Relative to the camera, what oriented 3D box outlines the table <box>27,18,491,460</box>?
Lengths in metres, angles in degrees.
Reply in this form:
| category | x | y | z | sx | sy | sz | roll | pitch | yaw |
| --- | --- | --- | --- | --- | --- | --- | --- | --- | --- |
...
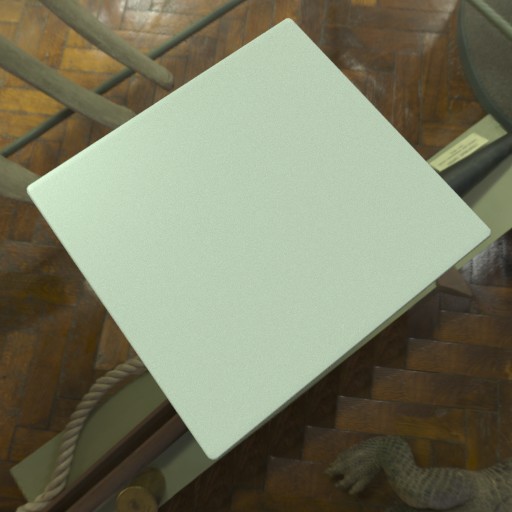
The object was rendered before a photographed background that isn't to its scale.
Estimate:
| category | x | y | z | sx | sy | sz | roll | pitch | yaw |
| --- | --- | --- | --- | --- | --- | --- | --- | --- | --- |
| table | 0.000 | 0.000 | 0.954 | 0.533 | 0.563 | 0.500 | -37 | 78 | -9 |
